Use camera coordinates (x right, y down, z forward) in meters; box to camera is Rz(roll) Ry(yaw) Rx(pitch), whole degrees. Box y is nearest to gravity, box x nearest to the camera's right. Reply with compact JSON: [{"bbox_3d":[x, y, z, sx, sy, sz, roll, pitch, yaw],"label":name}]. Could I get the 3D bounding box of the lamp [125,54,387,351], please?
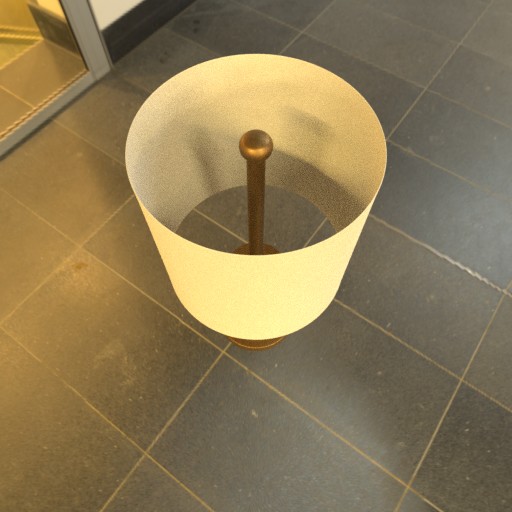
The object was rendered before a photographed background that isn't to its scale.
[{"bbox_3d":[0.000,0.000,0.536,0.210,0.410,0.210,15,63,7],"label":"lamp"}]
